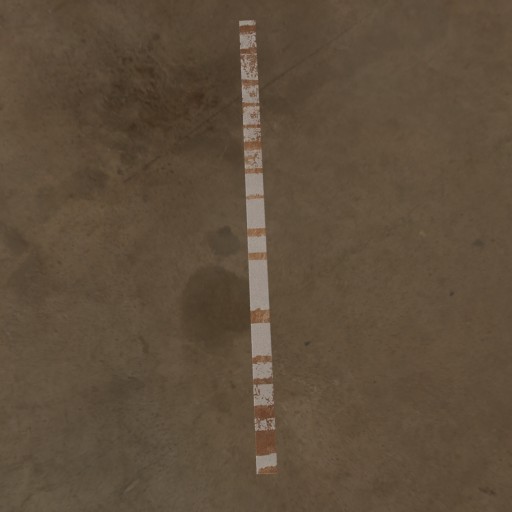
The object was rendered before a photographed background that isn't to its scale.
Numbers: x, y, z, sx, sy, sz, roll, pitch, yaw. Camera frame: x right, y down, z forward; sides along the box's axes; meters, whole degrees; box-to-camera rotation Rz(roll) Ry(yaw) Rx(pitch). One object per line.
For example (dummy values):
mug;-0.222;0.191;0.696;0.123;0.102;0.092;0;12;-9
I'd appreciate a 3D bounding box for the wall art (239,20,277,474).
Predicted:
wall art;0.000;0.000;1.156;0.035;0.609;0.914;-2;76;-1
